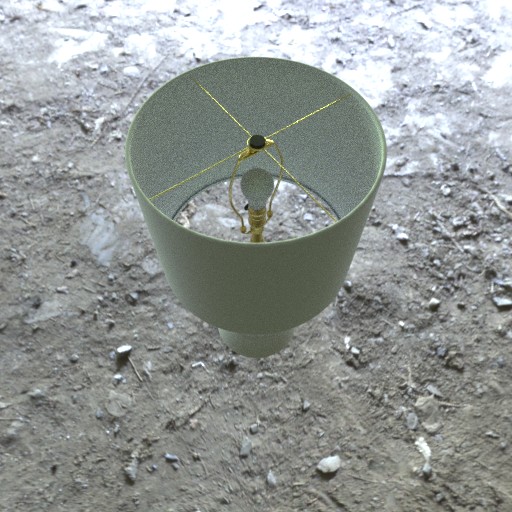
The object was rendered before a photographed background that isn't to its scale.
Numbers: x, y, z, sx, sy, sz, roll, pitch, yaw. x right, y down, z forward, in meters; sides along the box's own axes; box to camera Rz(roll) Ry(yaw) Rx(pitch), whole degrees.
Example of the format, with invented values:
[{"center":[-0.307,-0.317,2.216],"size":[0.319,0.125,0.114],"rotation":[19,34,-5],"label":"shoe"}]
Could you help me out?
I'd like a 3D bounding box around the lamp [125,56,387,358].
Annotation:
[{"center":[0.000,0.000,0.741],"size":[0.301,0.533,0.301],"rotation":[-32,64,-18],"label":"lamp"}]
